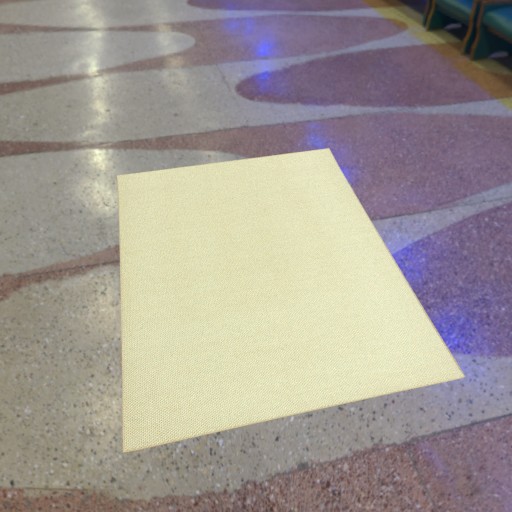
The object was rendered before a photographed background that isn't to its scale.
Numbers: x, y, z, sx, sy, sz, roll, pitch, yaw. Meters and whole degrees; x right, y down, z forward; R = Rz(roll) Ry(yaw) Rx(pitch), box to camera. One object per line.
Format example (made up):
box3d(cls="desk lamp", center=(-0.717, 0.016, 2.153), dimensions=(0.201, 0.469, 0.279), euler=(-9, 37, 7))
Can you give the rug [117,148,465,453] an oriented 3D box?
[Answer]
box3d(cls="rug", center=(0.000, 0.000, 4.051), dimensions=(2.462, 0.018, 3.039), euler=(-9, 47, -9))
